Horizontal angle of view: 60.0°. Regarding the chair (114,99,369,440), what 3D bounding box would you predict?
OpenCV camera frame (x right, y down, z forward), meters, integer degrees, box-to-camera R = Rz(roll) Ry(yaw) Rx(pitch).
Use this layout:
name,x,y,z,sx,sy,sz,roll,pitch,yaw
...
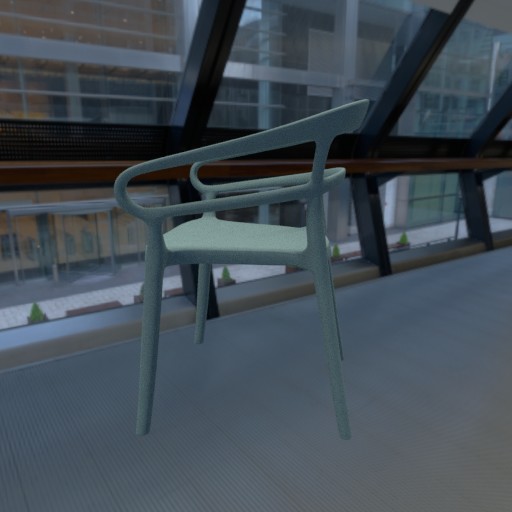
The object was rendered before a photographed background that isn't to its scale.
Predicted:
name,x,y,z,sx,sy,sz,roll,pitch,yaw
chair,0.000,0.000,1.160,0.527,0.761,0.559,2,14,8
